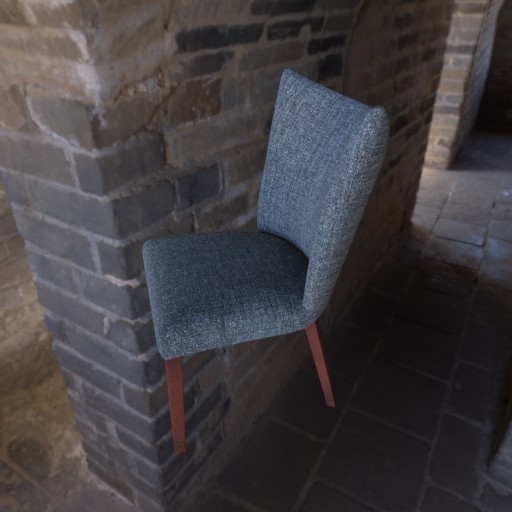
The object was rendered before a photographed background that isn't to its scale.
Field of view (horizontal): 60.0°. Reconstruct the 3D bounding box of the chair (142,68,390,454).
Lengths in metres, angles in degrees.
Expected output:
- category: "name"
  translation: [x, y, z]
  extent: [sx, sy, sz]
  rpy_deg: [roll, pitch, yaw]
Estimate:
- category: "chair"
  translation: [0.000, 0.000, 1.276]
  extent: [0.623, 0.924, 0.535]
  rpy_deg: [-9, 32, -14]
